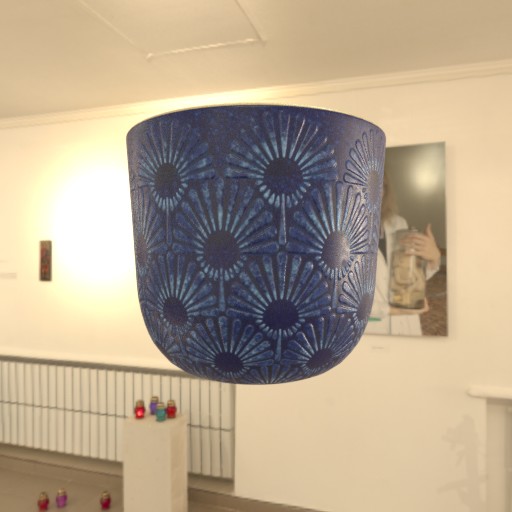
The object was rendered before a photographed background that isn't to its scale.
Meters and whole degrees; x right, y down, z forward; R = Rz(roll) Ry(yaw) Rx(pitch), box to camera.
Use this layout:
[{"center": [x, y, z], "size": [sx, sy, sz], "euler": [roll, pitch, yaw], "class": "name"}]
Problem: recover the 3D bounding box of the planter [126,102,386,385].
[{"center": [0.000, 0.000, 0.302], "size": [0.170, 0.153, 0.170], "euler": [0, 0, 0], "class": "planter"}]
